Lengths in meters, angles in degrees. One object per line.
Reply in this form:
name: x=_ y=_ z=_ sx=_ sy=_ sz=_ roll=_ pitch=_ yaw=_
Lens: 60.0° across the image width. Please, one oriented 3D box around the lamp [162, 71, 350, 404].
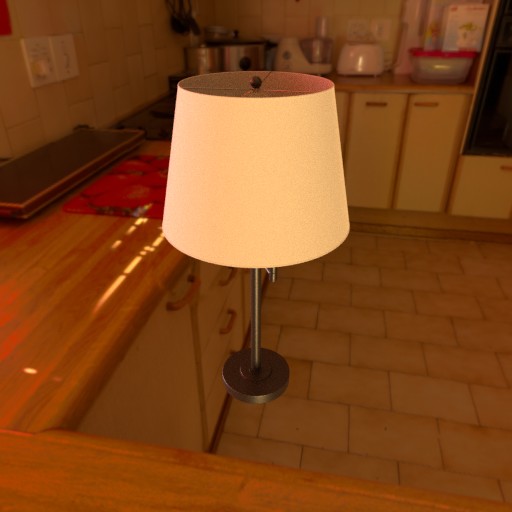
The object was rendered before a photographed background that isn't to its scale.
lamp: x=0.000 y=0.000 z=0.916 sx=0.363 sy=0.696 sz=0.363 roll=0 pitch=30 yaw=0
